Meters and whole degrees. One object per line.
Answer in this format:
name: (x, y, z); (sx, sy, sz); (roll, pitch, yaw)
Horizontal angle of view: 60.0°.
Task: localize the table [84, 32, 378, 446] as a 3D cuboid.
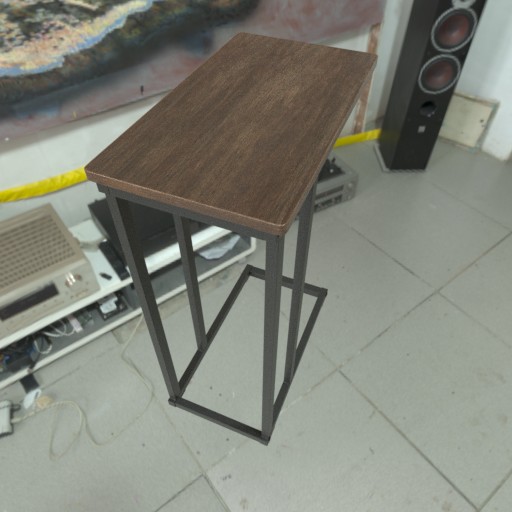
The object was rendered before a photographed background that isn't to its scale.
table: (0.000, 0.000, 0.858); (0.254, 0.637, 0.450); (17, 49, 15)
